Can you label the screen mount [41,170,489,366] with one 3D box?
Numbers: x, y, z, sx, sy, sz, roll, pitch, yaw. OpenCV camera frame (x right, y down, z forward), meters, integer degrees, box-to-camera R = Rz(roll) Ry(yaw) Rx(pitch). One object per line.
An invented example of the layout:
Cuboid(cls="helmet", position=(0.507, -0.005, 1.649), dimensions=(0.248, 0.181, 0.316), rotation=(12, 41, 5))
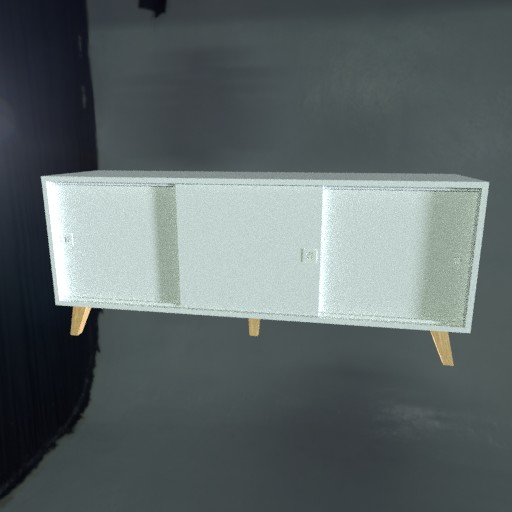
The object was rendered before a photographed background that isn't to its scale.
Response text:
Cuboid(cls="screen mount", position=(0.000, 0.000, 1.720), dimensions=(1.490, 0.619, 0.400), rotation=(2, 14, 10))
